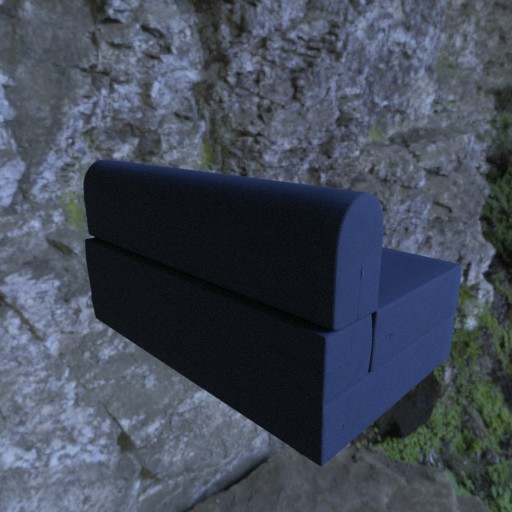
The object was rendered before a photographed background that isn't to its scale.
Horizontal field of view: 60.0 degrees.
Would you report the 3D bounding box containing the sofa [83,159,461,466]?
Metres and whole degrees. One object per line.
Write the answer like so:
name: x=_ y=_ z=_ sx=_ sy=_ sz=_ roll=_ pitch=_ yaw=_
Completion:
sofa: x=0.000 y=0.000 z=1.633 sx=0.762 sy=0.660 sz=1.219 roll=-16 pitch=23 yaw=-42
